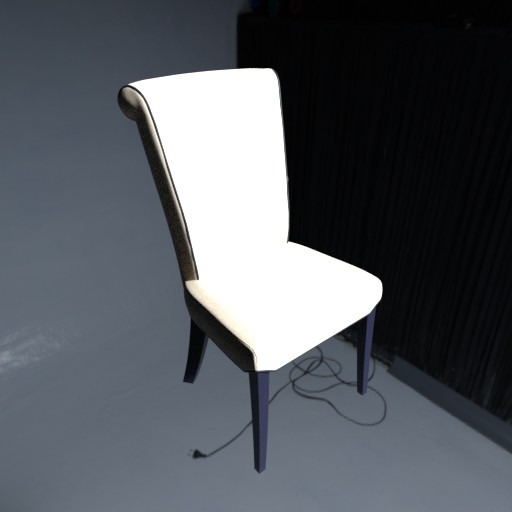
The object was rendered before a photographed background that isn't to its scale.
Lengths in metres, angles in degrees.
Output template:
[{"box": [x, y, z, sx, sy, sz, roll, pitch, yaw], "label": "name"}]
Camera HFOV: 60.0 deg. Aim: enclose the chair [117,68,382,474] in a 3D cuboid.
[{"box": [0.000, 0.000, 1.365, 0.522, 0.997, 0.623, -22, 37, -33], "label": "chair"}]
